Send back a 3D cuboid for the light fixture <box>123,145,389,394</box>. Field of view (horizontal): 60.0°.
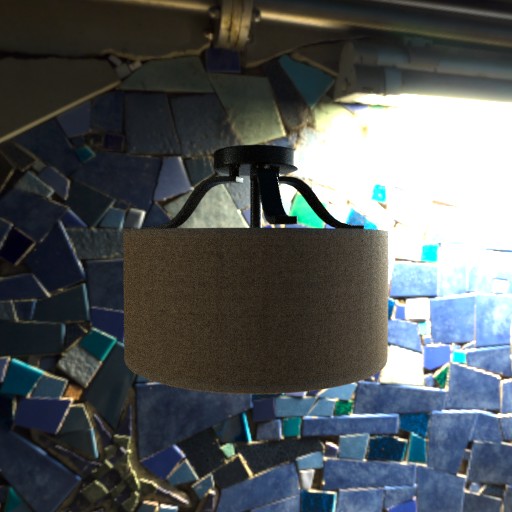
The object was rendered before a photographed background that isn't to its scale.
[{"bbox_3d":[0.000,0.000,0.663,0.390,0.306,0.390,0,2,0],"label":"light fixture"}]
